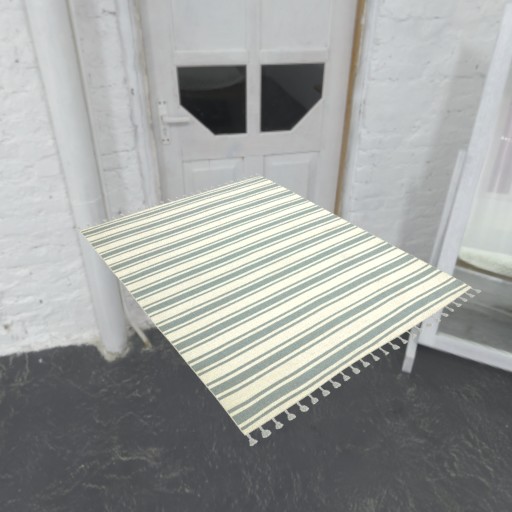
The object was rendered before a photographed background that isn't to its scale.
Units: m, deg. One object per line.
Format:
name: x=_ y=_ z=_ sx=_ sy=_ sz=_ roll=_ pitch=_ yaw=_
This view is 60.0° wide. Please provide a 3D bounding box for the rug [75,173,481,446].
rug: x=0.000 y=0.000 z=4.235 sx=2.439 sy=0.005 sz=3.201 roll=-22 pitch=39 yaw=-30
